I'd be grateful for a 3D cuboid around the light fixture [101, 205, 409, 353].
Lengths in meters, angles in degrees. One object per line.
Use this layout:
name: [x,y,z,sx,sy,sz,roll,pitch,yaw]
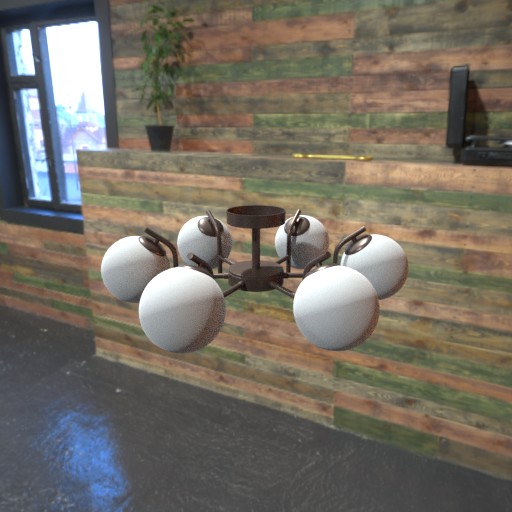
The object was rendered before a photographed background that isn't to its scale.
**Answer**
light fixture: [0.000,0.000,0.959,0.662,0.201,0.662,0,16,0]
